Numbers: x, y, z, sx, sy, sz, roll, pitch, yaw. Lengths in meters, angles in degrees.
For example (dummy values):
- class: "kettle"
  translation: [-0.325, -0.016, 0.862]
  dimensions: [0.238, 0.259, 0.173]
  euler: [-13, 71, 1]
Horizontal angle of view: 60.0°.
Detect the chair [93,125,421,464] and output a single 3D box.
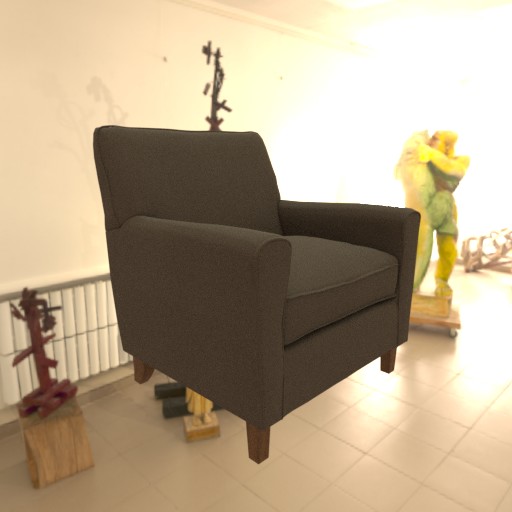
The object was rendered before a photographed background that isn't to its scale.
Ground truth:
- class: "chair"
  translation: [0.000, 0.000, 1.599]
  dimensions: [0.831, 0.911, 0.836]
  euler: [13, 18, 43]
